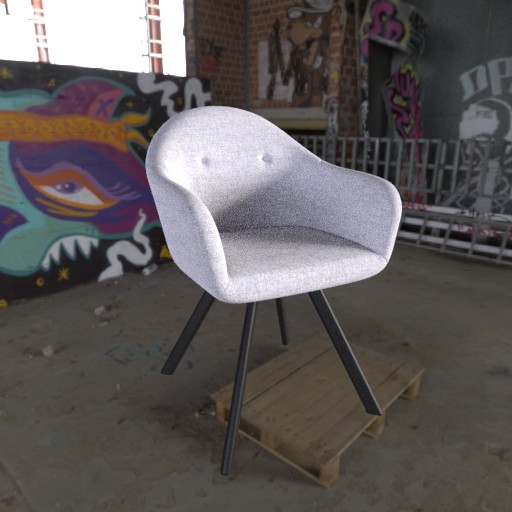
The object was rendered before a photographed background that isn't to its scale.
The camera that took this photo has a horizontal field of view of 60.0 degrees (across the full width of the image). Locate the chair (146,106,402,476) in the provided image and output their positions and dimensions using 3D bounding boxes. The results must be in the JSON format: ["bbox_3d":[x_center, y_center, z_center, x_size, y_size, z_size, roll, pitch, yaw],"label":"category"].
[{"bbox_3d":[0.000,0.000,1.189,0.540,0.780,0.570,-8,18,-27],"label":"chair"}]
